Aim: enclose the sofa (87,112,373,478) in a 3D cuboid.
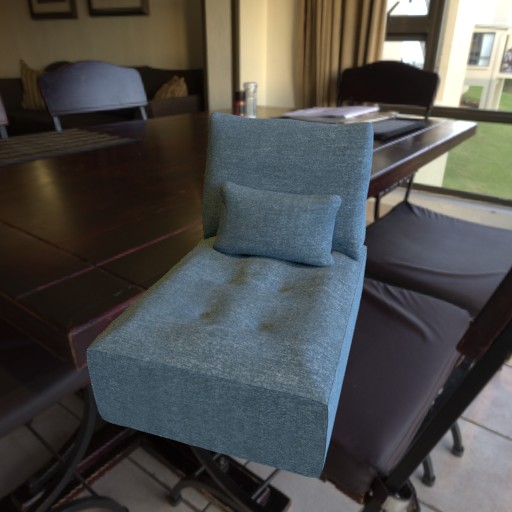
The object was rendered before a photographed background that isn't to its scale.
[{"bbox_3d":[0.000,0.000,1.539,0.700,0.820,1.000,8,27,16],"label":"sofa"}]
